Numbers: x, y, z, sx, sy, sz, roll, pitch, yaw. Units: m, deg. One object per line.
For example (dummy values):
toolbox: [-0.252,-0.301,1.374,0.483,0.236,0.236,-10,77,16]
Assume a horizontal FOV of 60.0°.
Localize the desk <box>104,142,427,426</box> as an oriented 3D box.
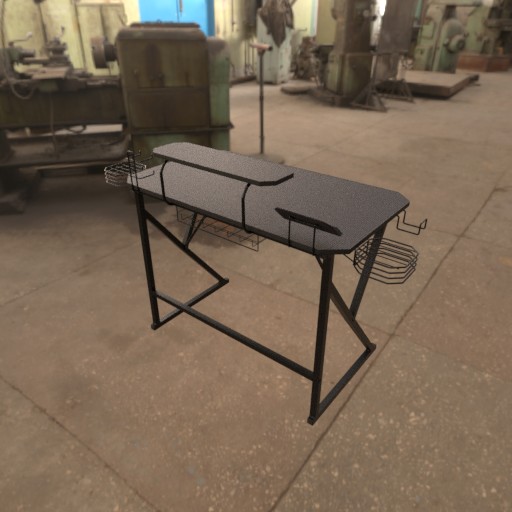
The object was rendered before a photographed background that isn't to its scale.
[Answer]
desk: [0.000,0.000,1.757,1.290,0.880,0.580,21,36,33]
